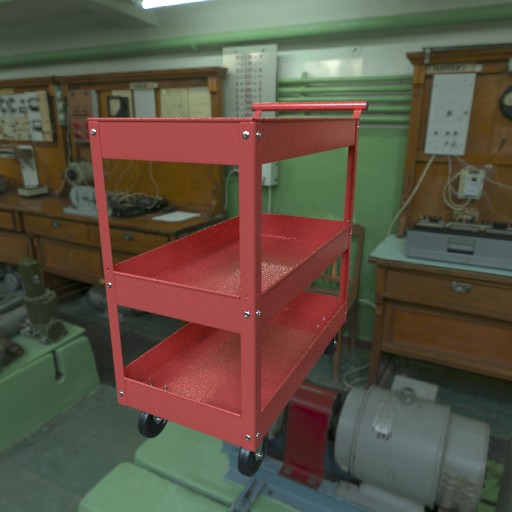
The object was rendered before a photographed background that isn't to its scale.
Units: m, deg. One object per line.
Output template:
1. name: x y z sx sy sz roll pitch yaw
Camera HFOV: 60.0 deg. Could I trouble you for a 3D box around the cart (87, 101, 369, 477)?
1. cart: 0.000 0.000 1.158 0.366 0.780 0.719 8 19 25
